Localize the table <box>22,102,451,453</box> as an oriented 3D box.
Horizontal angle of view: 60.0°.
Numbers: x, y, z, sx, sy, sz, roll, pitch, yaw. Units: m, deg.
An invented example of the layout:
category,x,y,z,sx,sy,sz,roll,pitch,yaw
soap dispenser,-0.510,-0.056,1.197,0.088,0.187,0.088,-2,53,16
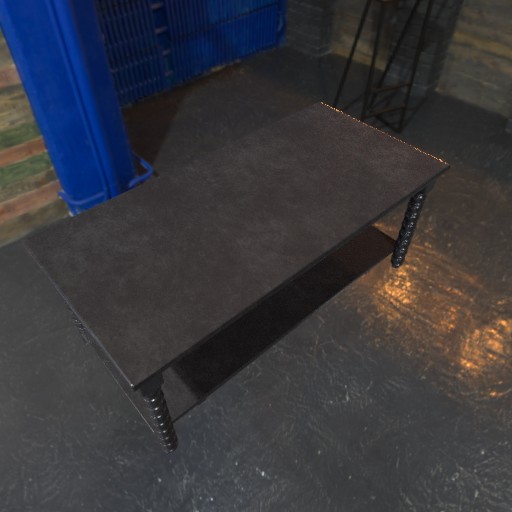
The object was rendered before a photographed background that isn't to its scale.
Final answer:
category,x,y,z,sx,sy,sz,roll,pitch,yaw
table,0.000,0.000,1.471,1.171,0.487,0.580,-33,54,-28
